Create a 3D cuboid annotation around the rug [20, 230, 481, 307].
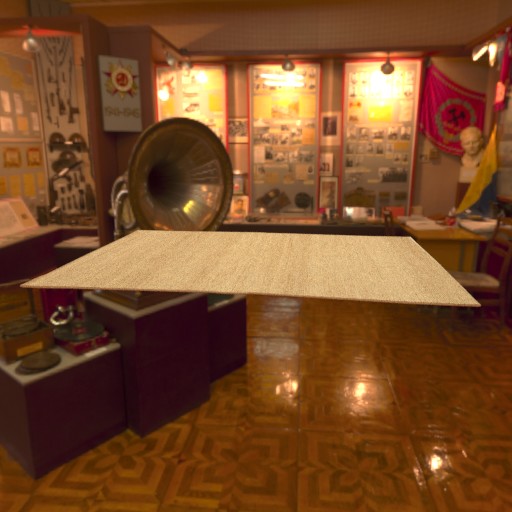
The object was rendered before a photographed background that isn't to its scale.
[{"bbox_3d":[0.000,0.000,2.917,2.283,0.030,1.596,2,14,8],"label":"rug"}]
